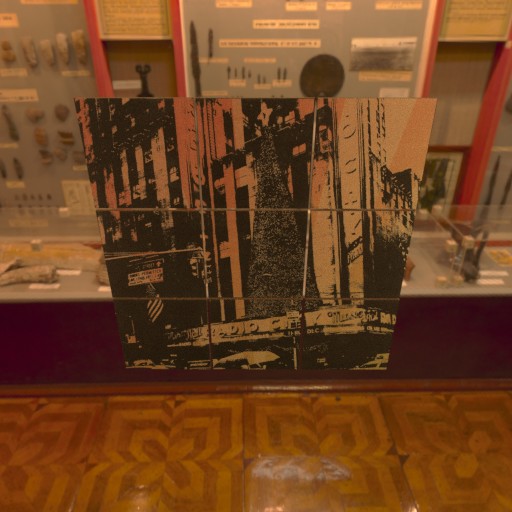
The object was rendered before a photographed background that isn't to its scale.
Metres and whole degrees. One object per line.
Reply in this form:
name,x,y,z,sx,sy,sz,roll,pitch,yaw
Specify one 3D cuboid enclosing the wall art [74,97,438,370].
wall art,0.000,0.000,1.781,1.216,1.216,0.013,0,30,0
